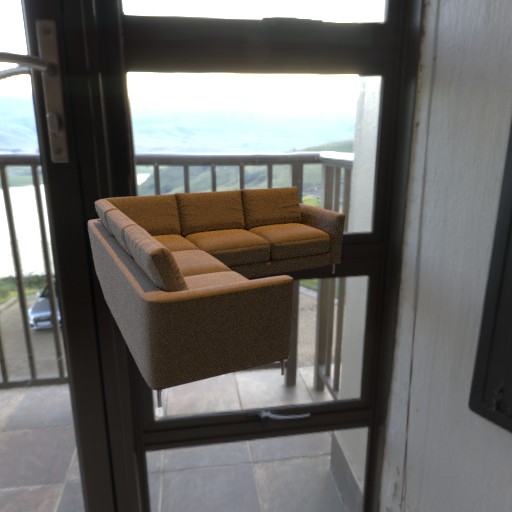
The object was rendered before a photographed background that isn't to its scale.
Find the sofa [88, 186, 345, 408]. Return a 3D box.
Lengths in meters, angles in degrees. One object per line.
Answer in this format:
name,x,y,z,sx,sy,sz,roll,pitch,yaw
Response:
sofa,0.000,0.000,3.777,2.438,0.864,2.438,-8,17,-26
